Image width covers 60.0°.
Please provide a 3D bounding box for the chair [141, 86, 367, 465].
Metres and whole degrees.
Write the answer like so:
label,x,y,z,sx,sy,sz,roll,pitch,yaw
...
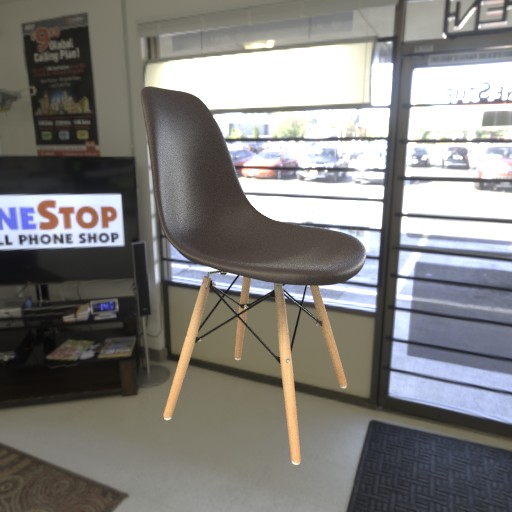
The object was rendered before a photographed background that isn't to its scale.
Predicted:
label,x,y,z,sx,sy,sz,roll,pitch,yaw
chair,0.000,0.000,1.126,0.533,0.825,0.470,8,16,27
